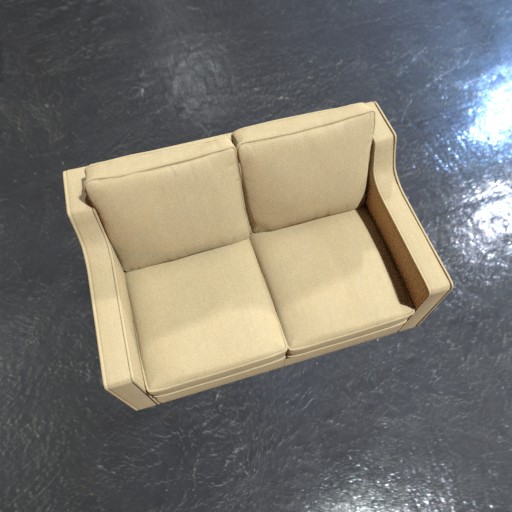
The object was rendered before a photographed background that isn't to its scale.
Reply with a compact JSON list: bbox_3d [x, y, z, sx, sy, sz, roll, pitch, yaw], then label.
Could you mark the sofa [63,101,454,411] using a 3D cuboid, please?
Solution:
[{"bbox_3d":[0.000,0.000,2.145,1.501,0.971,0.987,-15,64,-8],"label":"sofa"}]
